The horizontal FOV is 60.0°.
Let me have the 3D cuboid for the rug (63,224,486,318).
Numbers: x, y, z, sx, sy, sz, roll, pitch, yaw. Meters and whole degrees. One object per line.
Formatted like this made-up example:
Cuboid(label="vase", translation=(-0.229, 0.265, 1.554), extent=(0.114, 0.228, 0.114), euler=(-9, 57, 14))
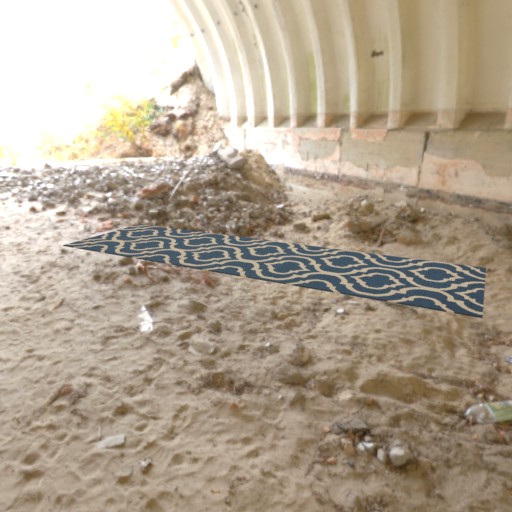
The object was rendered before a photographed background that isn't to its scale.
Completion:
Cuboid(label="rug", translation=(0.000, 0.000, 2.484), extent=(2.296, 0.006, 0.685), euler=(8, 18, 26))
